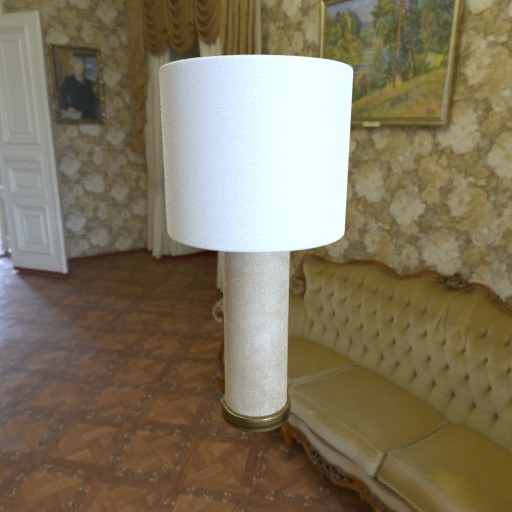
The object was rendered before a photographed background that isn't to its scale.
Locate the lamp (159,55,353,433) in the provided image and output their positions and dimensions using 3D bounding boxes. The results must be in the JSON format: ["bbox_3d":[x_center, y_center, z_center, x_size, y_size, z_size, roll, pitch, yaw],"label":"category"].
[{"bbox_3d":[0.000,0.000,0.791,0.305,0.634,0.305,2,16,8],"label":"lamp"}]
